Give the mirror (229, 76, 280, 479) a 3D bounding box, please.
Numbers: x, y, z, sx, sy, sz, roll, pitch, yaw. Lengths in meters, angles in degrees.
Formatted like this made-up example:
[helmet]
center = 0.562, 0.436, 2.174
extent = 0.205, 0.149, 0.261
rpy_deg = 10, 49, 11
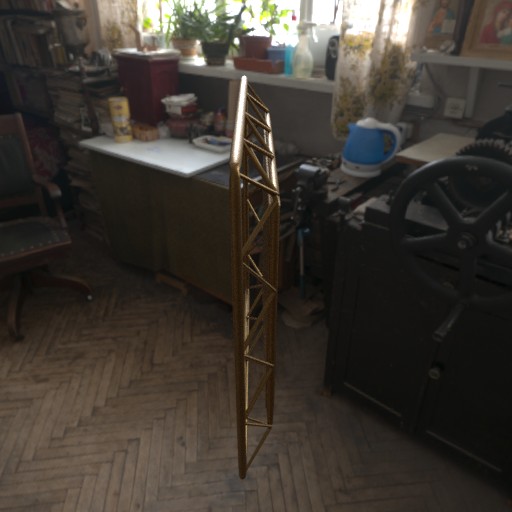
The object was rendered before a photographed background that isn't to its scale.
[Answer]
[mirror]
center = 0.000, 0.000, 0.626
extent = 0.046, 0.414, 0.416
rpy_deg = 0, 31, 0
